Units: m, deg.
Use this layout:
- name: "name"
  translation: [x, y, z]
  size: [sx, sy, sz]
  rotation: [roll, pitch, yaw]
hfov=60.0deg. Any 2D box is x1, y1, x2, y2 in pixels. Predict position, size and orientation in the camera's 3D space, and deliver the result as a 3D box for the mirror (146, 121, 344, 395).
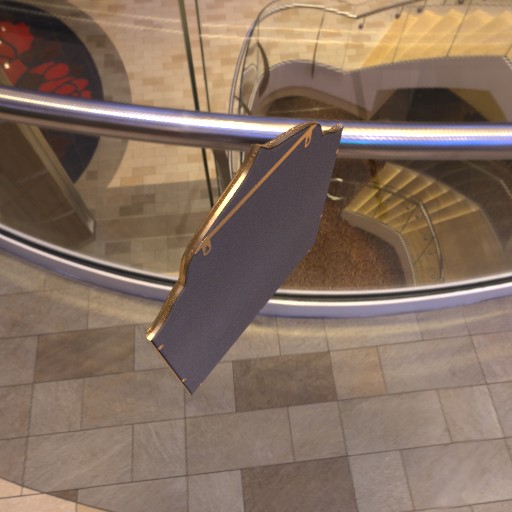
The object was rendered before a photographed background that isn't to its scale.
- name: "mirror"
  translation: [0.000, 0.000, 0.849]
  size: [0.018, 0.635, 0.513]
  rotation: [35, 68, 16]
